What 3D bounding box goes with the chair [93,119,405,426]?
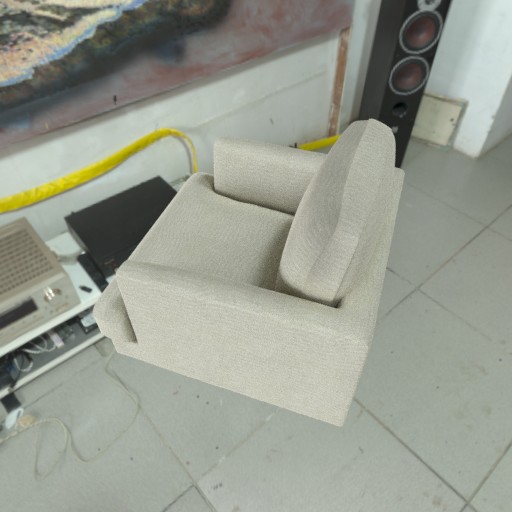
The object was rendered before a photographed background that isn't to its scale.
[{"bbox_3d":[0.000,0.000,1.643,0.899,0.957,0.858,14,48,13],"label":"chair"}]
